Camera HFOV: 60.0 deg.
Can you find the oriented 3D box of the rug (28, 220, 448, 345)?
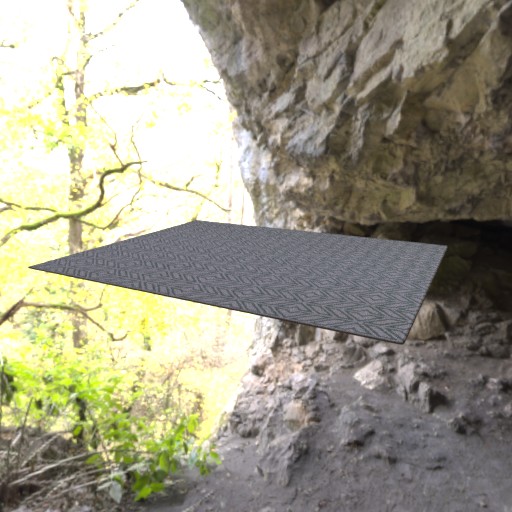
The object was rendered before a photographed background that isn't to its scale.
[{"bbox_3d":[0.000,0.000,4.066,3.050,0.017,2.441,8,17,27],"label":"rug"}]
